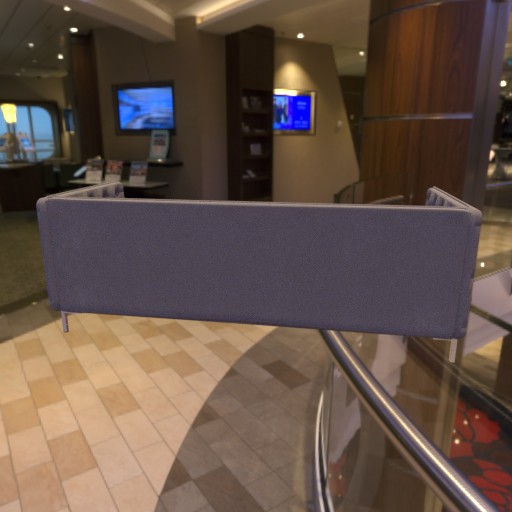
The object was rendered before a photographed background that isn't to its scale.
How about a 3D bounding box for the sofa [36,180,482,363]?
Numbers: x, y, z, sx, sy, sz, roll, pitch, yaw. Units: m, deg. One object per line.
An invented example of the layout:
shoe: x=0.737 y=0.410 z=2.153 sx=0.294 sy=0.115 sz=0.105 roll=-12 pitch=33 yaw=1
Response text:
sofa: x=0.000 y=0.000 z=2.616 sx=2.209 sy=0.771 sz=0.895 roll=3 pitch=16 yaw=9
